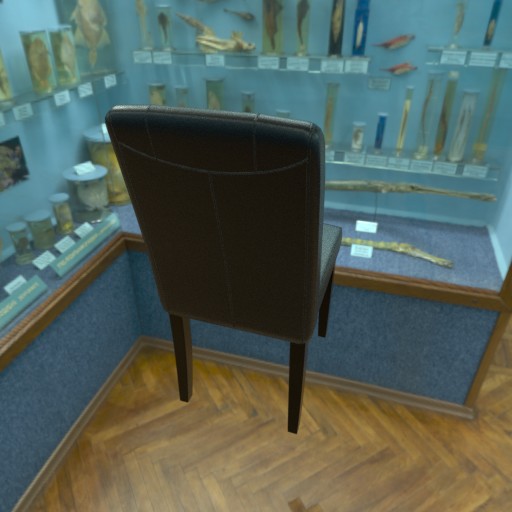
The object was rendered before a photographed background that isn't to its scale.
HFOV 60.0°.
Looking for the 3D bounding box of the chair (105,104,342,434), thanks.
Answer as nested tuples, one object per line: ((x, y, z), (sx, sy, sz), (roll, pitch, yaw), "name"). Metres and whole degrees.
((0.000, 0.000, 1.188), (0.399, 0.897, 0.556), (10, 34, 16), "chair")
